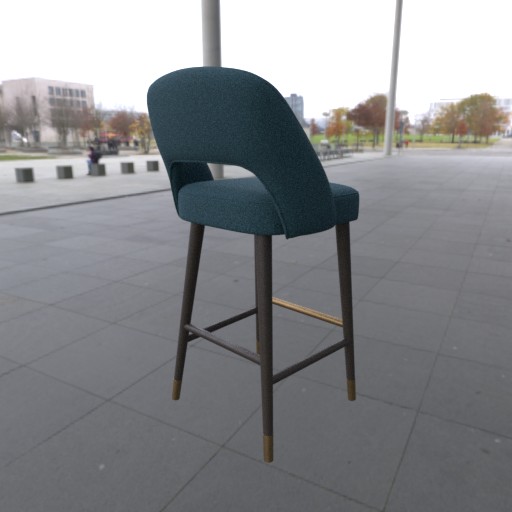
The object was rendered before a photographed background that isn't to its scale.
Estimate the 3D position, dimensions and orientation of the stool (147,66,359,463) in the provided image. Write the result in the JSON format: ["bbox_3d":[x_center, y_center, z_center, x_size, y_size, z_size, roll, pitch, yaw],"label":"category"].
[{"bbox_3d":[0.000,0.000,1.370,0.536,1.032,0.522,14,20,42],"label":"stool"}]
